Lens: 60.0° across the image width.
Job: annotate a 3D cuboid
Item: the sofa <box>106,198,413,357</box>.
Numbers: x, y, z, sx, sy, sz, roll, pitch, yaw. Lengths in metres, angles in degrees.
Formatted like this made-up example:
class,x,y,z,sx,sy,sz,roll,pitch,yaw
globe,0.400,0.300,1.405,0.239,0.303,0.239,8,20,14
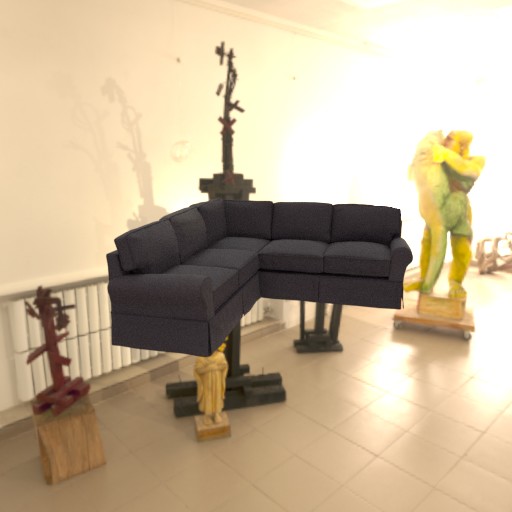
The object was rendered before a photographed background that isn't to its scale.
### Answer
class,x,y,z,sx,sy,sz,roll,pitch,yaw
sofa,0.000,0.000,5.280,3.773,1.169,2.874,-12,18,-42
